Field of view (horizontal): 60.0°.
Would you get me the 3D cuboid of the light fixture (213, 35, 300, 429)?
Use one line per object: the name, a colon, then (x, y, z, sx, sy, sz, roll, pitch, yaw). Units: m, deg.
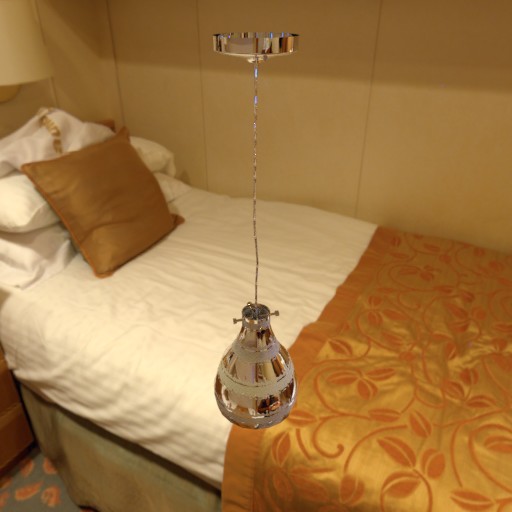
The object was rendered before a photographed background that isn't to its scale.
light fixture: (0.000, 0.000, 1.630, 0.374, 1.457, 0.374, -9, 31, -15)
